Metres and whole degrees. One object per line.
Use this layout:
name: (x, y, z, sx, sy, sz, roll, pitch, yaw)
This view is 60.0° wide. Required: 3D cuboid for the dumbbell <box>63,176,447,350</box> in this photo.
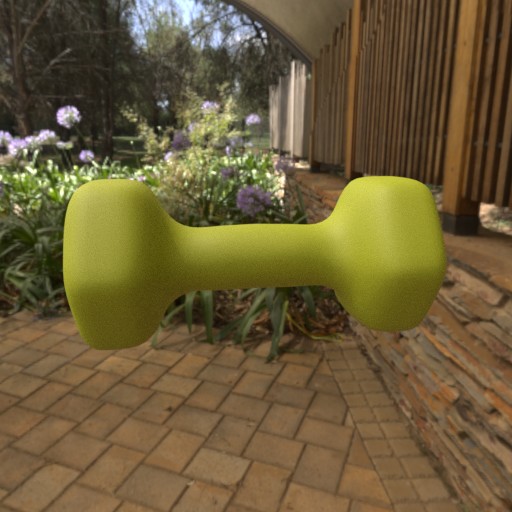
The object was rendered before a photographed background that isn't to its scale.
dumbbell: (0.000, 0.000, 0.209, 0.164, 0.072, 0.080, -2, 14, -8)
